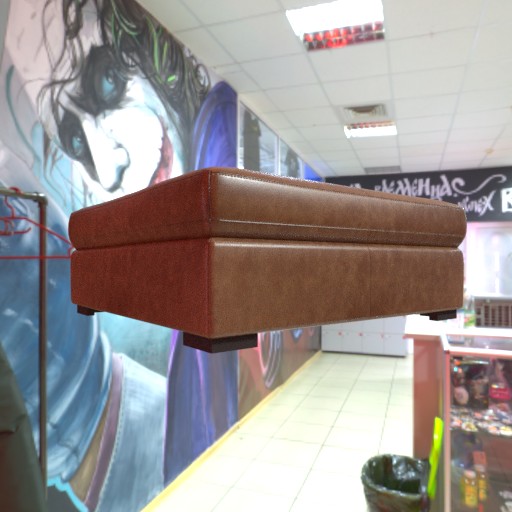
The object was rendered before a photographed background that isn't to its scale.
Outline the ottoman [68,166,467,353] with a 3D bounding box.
[{"bbox_3d":[0.000,0.000,1.804,1.169,0.483,1.168,1,-1,-37],"label":"ottoman"}]
